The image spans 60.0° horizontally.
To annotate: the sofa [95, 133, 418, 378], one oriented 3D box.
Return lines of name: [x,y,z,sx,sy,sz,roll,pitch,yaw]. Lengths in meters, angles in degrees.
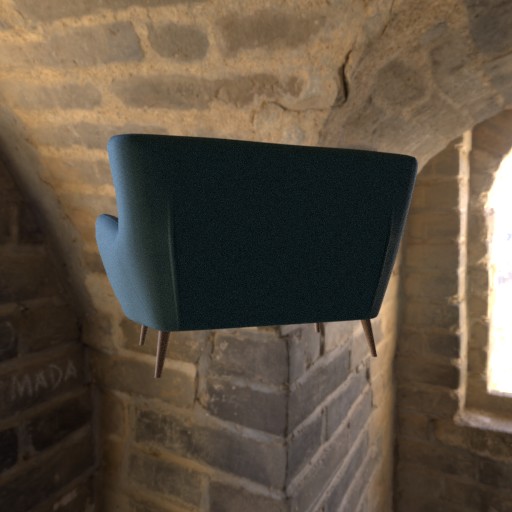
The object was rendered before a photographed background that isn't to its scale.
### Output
sofa: [0.000,0.000,2.038,1.397,0.889,0.889,0,2,-19]
